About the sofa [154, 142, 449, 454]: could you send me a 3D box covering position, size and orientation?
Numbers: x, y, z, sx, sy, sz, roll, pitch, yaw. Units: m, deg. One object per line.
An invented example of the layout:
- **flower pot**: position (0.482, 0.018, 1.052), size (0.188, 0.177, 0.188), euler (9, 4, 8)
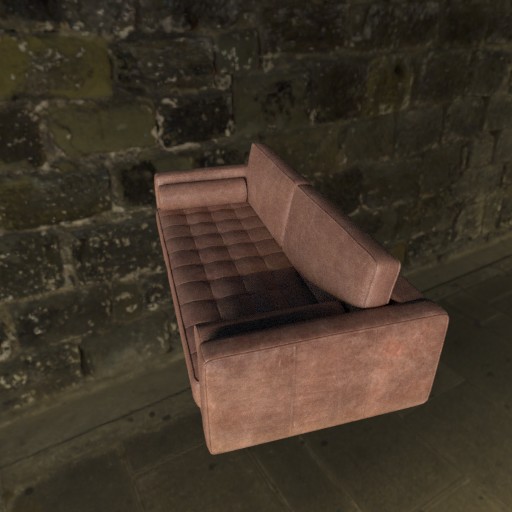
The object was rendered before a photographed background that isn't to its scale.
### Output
- **sofa**: position (0.000, 0.000, 2.306), size (0.910, 0.760, 1.870), euler (-8, 30, -14)
